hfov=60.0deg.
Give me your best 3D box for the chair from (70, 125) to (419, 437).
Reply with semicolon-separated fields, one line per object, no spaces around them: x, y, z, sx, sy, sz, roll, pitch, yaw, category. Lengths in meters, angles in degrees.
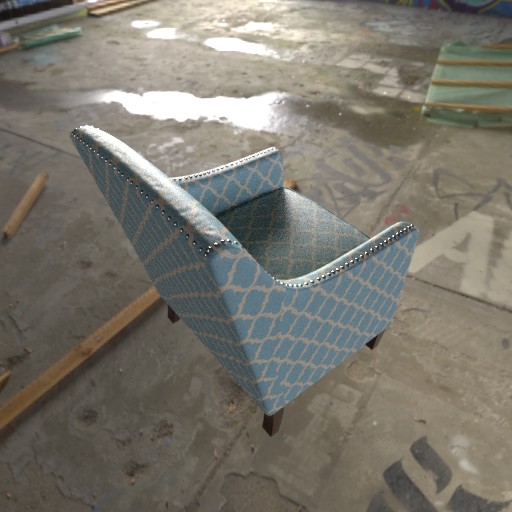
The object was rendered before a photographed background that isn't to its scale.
0.000;0.000;1.313;0.686;0.817;0.617;-28;48;-28;chair
